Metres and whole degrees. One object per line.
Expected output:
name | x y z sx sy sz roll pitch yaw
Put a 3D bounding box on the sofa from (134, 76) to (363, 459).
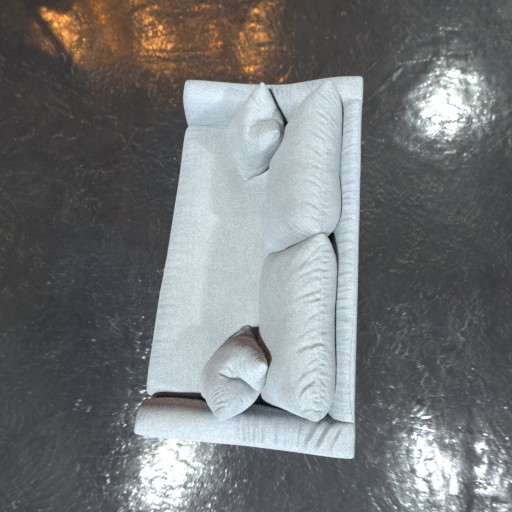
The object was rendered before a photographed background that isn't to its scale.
sofa | 0.000 0.000 2.574 1.072 1.018 2.010 5 74 1
